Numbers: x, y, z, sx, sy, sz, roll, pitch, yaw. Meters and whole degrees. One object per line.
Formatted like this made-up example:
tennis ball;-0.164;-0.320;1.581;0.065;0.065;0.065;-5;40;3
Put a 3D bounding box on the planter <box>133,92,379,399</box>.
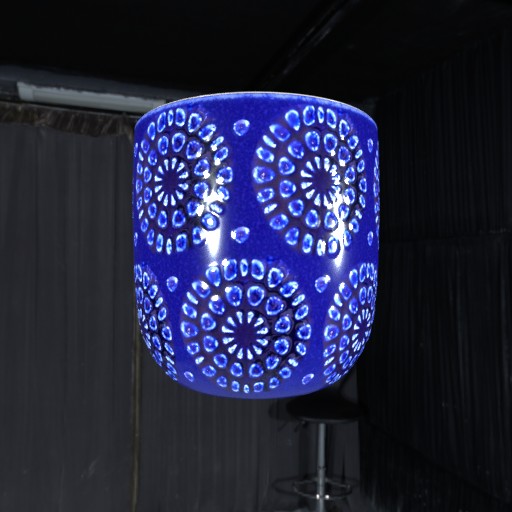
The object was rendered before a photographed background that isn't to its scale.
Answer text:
planter;0.000;0.000;0.204;0.109;0.112;0.109;0;-1;0
